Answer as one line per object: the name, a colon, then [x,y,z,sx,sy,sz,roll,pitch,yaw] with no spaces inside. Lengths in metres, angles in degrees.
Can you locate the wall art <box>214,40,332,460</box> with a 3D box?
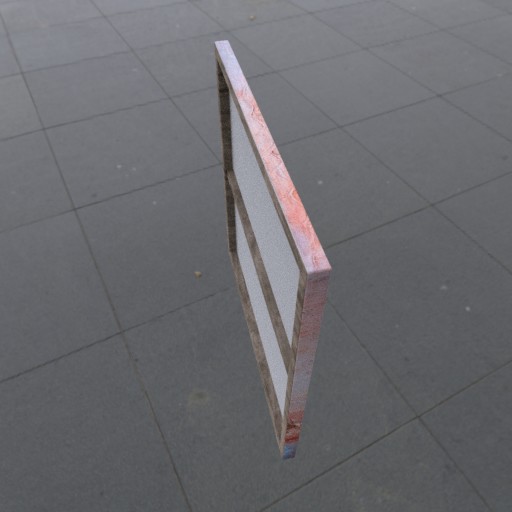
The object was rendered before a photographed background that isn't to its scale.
wall art: [0.000,0.000,1.102,0.035,0.747,0.747,-10,49,-9]
